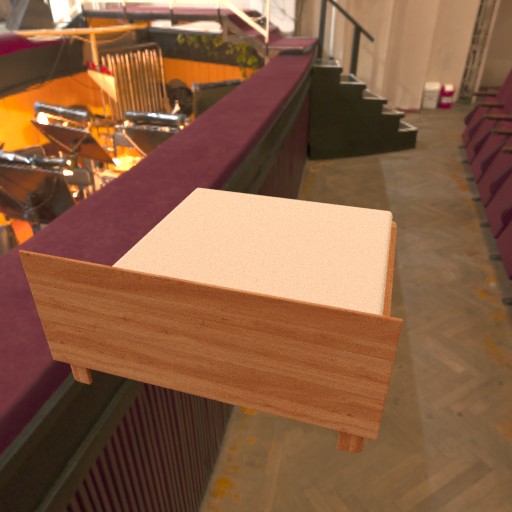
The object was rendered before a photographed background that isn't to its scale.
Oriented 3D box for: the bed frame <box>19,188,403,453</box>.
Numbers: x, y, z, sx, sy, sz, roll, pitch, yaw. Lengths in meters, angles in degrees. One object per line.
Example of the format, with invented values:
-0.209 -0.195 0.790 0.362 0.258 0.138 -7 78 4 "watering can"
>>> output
0.000 0.000 3.102 1.872 0.940 2.092 9 32 15 "bed frame"
